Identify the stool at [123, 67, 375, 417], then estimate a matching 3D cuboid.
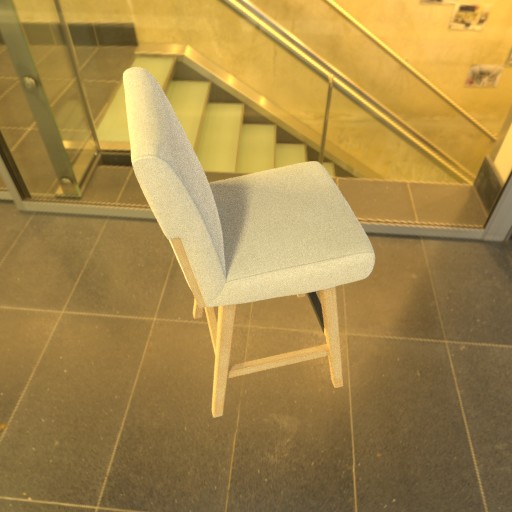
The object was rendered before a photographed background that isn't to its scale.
[{"bbox_3d":[0.000,0.000,1.296,0.543,1.015,0.446,-10,47,-10],"label":"stool"}]
